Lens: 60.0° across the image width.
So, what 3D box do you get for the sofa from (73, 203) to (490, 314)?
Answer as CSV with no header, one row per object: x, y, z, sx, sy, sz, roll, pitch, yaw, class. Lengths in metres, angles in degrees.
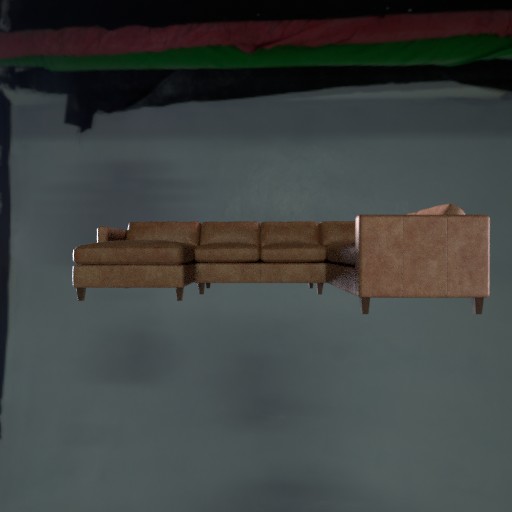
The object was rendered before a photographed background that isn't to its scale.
0.000,0.000,4.416,3.401,0.832,2.430,0,1,0,sofa
